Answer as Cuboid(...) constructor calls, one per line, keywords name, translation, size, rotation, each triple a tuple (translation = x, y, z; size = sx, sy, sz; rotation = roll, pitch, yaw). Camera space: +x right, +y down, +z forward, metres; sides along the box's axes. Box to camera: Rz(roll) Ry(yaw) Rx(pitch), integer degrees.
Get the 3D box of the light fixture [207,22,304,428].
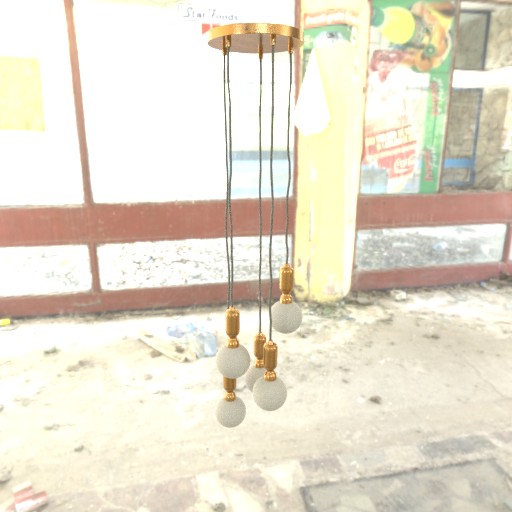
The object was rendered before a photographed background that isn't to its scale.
Cuboid(name="light fixture", translation=(0.000, 0.000, 0.502), size=(0.108, 0.457, 0.105), rotation=(2, 15, 9))
